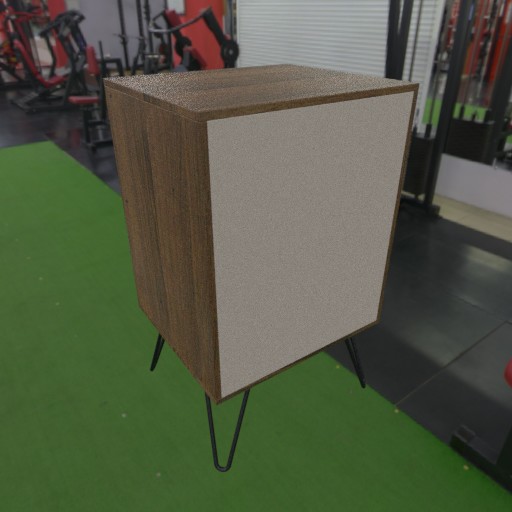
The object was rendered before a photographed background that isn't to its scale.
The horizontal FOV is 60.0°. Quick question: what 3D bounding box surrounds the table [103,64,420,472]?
[{"bbox_3d":[0.000,0.000,1.167,0.526,0.866,0.457,-19,34,-30],"label":"table"}]
